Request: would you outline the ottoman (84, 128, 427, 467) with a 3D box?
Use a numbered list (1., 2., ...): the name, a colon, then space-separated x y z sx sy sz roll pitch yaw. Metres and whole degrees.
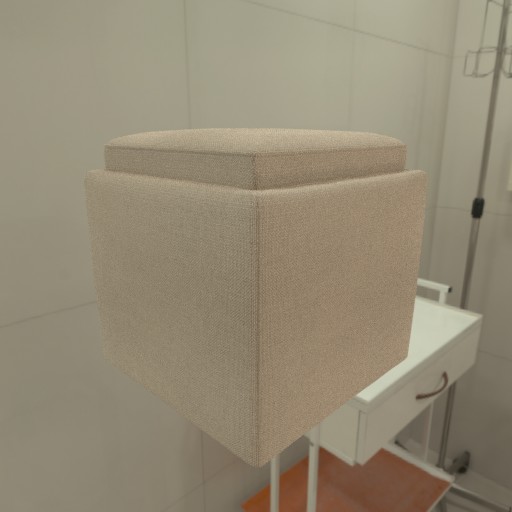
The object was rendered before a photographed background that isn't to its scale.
1. ottoman: 0.000 0.000 0.831 0.450 0.460 0.451 15 22 43
